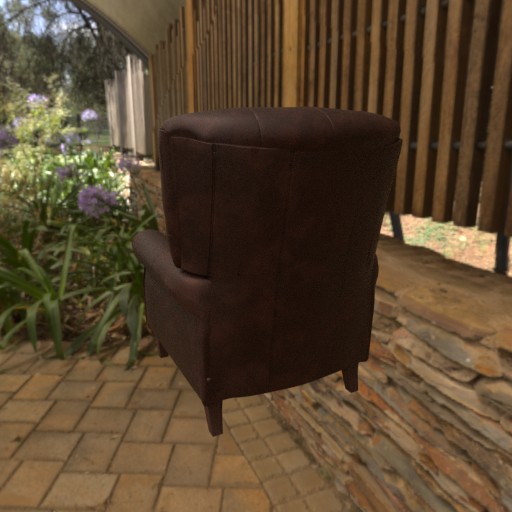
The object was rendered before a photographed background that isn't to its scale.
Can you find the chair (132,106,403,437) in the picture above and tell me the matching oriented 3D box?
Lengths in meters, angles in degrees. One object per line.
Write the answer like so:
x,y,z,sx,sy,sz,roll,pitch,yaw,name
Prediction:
0.000,0.000,1.895,0.948,1.158,1.058,-7,16,-27,chair
